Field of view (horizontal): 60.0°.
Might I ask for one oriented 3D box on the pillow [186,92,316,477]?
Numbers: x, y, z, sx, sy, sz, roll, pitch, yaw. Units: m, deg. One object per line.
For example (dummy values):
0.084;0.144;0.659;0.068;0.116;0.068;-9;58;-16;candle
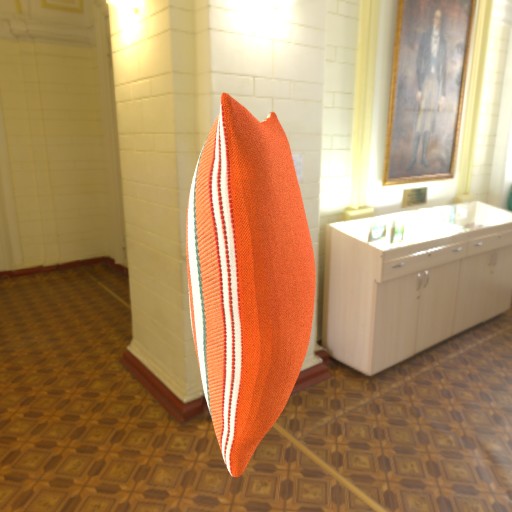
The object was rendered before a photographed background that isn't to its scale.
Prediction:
0.000;0.000;0.673;0.182;0.441;0.440;2;15;8;pillow
